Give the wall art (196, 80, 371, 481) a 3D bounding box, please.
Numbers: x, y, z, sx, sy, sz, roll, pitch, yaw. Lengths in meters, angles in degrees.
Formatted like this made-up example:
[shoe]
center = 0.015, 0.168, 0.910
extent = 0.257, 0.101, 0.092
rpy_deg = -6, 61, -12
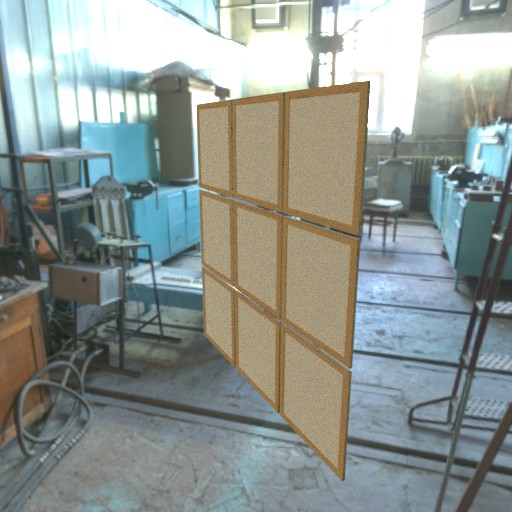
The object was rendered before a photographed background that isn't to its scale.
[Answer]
[wall art]
center = 0.000, 0.000, 2.239
extent = 0.013, 1.523, 1.517
rpy_deg = -8, 18, -27
